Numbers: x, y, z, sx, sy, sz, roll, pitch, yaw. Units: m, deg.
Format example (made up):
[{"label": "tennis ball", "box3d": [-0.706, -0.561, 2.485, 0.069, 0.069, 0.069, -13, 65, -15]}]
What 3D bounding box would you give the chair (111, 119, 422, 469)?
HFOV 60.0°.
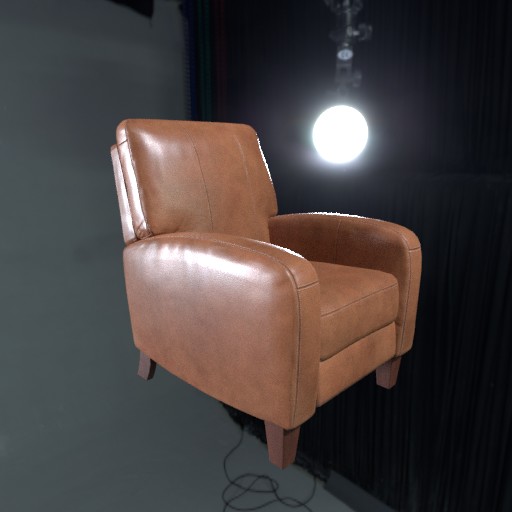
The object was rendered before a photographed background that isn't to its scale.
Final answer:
[{"label": "chair", "box3d": [0.000, 0.000, 1.656, 0.990, 0.990, 0.762, 13, 19, 43]}]
